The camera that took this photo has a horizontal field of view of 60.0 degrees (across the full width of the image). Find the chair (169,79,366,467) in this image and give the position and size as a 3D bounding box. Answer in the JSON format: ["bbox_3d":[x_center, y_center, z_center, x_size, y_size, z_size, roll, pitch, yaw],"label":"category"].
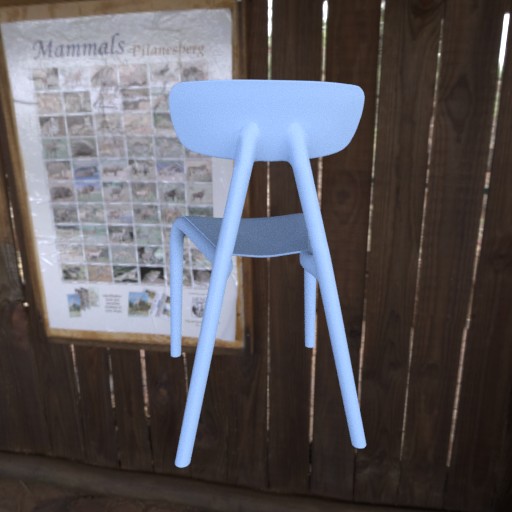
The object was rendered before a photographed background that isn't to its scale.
[{"bbox_3d":[0.000,0.000,0.839,0.356,0.580,0.401,-2,15,-8],"label":"chair"}]
